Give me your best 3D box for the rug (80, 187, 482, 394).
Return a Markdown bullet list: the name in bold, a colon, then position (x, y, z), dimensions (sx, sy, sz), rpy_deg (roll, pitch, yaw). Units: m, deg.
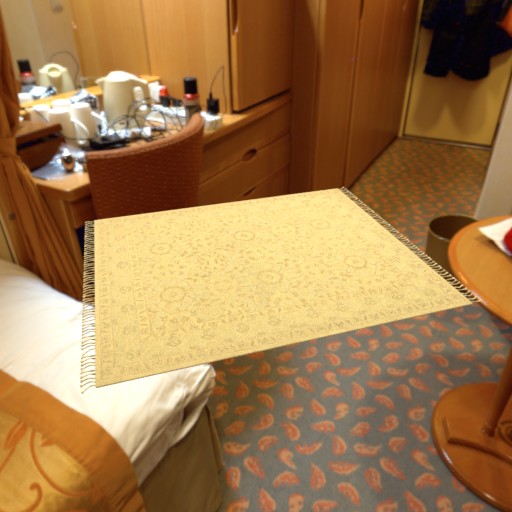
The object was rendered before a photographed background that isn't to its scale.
- **rug**: position (0.000, 0.000, 4.105), dimensions (3.043, 0.013, 2.444), rpy_deg (-9, 33, -15)
